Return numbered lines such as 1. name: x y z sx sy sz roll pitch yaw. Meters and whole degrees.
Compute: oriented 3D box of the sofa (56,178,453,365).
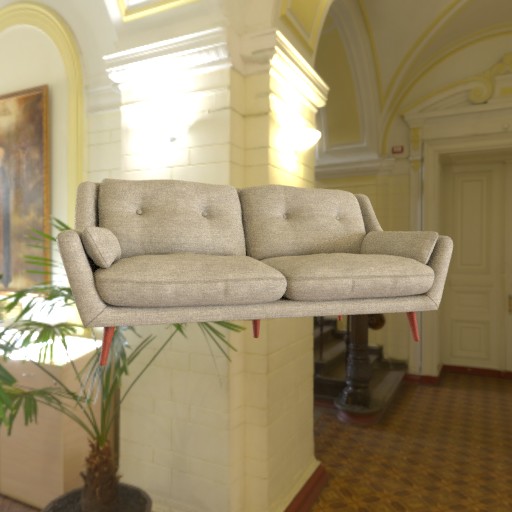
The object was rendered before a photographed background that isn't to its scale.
1. sofa: 0.000 0.000 2.433 1.930 0.897 0.976 0 1 -18
